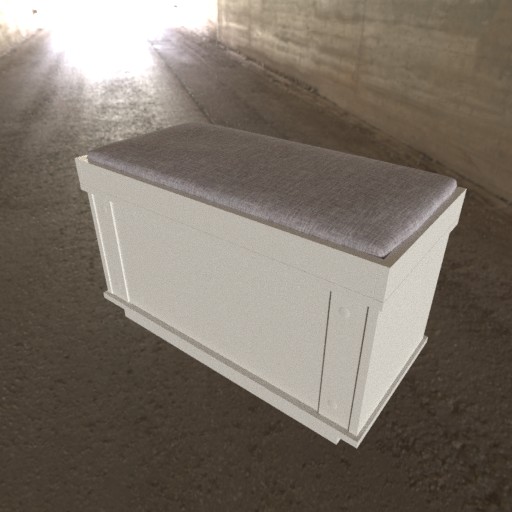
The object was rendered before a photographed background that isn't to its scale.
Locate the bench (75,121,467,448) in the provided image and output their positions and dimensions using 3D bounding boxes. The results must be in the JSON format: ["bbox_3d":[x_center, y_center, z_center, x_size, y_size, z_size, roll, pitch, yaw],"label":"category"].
[{"bbox_3d":[0.000,0.000,1.011,0.734,0.461,0.362,22,37,32],"label":"bench"}]
